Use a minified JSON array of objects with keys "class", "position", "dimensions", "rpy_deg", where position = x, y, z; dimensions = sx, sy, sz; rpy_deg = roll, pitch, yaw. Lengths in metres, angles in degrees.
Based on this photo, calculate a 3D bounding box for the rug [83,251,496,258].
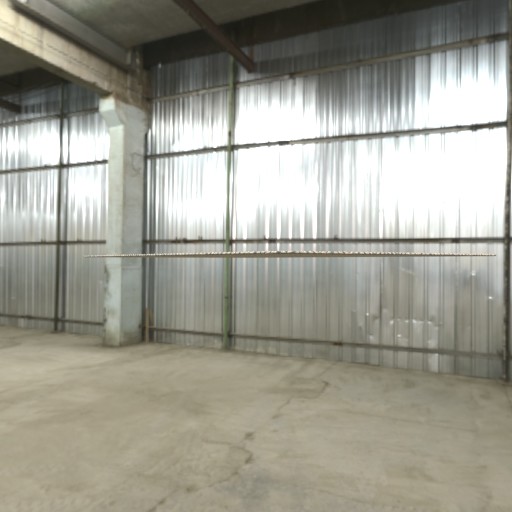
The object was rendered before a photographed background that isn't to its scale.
[{"class":"rug","position":[0.000,0.000,2.144],"dimensions":[1.144,0.008,1.752],"rpy_deg":[0,-1,-37]}]
